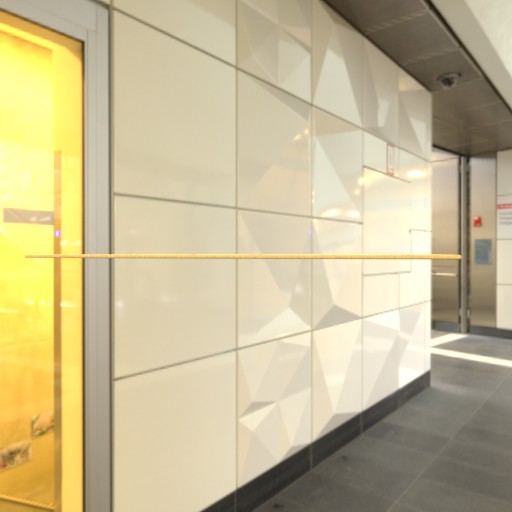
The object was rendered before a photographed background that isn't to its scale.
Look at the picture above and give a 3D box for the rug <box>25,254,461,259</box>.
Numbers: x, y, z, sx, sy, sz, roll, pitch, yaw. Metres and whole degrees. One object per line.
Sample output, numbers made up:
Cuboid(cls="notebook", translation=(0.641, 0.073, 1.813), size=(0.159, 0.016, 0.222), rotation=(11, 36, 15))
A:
Cuboid(cls="rug", translation=(0.000, 0.000, 2.299), size=(1.828, 0.015, 1.222), rotation=(0, 0, 20))
